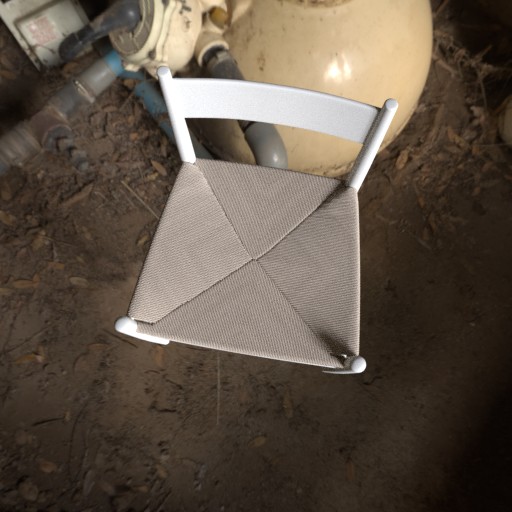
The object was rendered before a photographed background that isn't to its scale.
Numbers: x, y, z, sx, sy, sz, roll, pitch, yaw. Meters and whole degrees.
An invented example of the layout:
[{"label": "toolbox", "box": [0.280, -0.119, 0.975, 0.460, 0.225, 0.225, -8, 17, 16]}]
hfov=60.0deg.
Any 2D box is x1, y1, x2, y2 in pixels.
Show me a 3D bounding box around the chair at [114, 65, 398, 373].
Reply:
[{"label": "chair", "box": [0.000, 0.000, 1.122, 0.556, 0.762, 0.495, 9, 75, 2]}]
